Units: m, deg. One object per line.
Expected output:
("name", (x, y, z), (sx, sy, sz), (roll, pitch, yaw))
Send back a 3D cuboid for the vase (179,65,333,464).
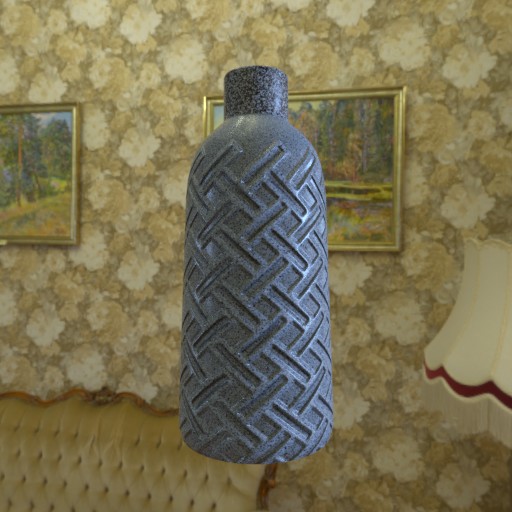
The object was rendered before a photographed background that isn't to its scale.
("vase", (0.000, 0.000, 0.353), (0.122, 0.282, 0.122), (0, 0, 0))
